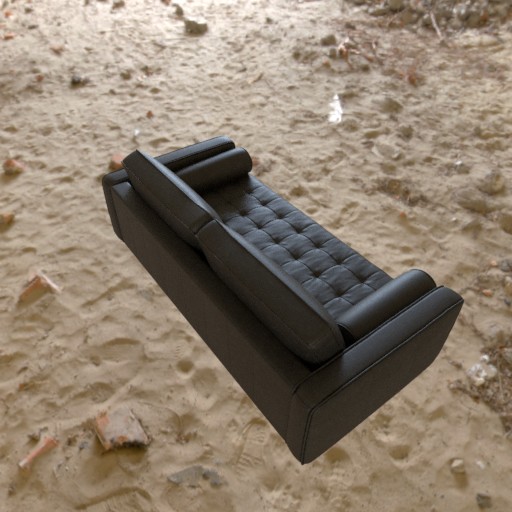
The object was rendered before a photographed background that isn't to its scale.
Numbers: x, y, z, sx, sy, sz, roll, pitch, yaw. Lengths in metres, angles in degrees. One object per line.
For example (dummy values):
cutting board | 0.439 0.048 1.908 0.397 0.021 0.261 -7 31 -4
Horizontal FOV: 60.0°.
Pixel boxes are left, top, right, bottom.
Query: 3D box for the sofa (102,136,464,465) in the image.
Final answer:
sofa | 0.000 0.000 2.374 0.921 0.770 1.879 -27 49 -26
